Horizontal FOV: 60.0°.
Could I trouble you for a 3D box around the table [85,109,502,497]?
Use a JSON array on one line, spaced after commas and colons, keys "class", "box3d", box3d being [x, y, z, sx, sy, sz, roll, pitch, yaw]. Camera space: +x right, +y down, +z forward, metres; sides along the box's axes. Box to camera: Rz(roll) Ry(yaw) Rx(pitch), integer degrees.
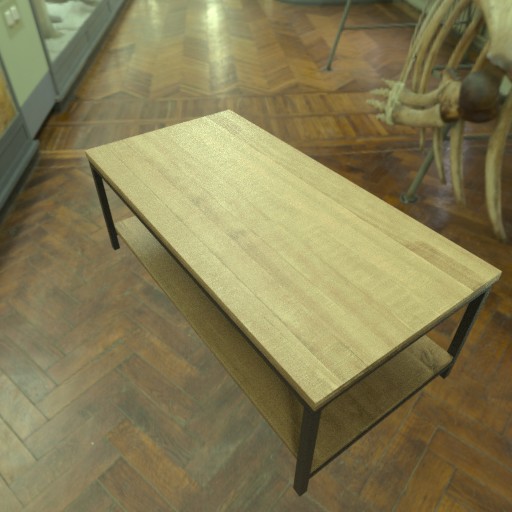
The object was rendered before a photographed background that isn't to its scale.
[{"class": "table", "box3d": [0.000, 0.000, 1.326, 0.551, 0.399, 1.100, -25, 47, -26]}]
